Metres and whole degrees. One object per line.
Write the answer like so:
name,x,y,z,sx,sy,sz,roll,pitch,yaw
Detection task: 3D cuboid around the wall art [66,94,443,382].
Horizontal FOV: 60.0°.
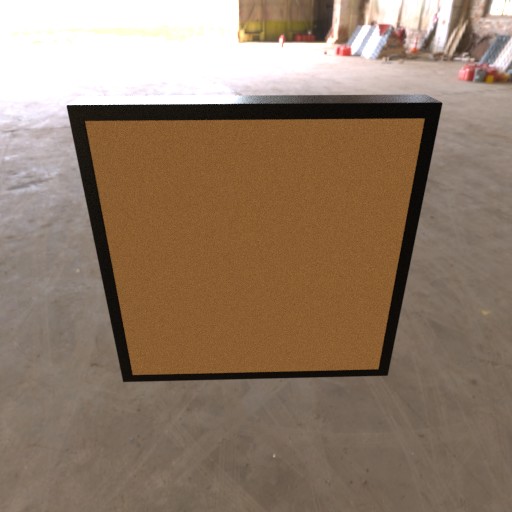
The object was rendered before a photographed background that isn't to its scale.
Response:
wall art,0.000,0.000,0.442,0.299,0.299,0.037,-1,30,-2
